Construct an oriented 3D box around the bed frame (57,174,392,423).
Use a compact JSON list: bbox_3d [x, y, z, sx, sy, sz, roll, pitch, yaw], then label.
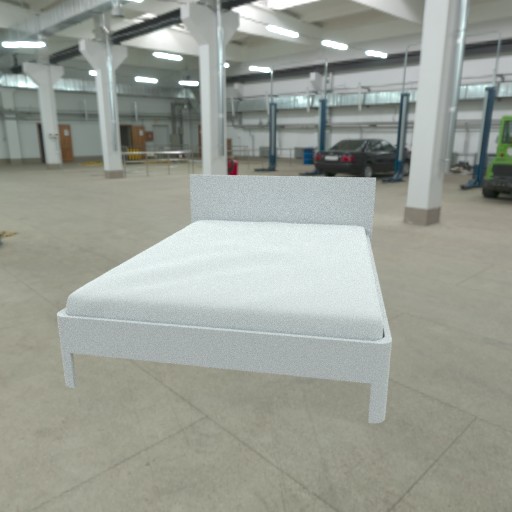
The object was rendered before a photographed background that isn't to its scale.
[{"bbox_3d":[0.000,0.000,2.718,1.490,0.800,1.950,3,15,11],"label":"bed frame"}]
